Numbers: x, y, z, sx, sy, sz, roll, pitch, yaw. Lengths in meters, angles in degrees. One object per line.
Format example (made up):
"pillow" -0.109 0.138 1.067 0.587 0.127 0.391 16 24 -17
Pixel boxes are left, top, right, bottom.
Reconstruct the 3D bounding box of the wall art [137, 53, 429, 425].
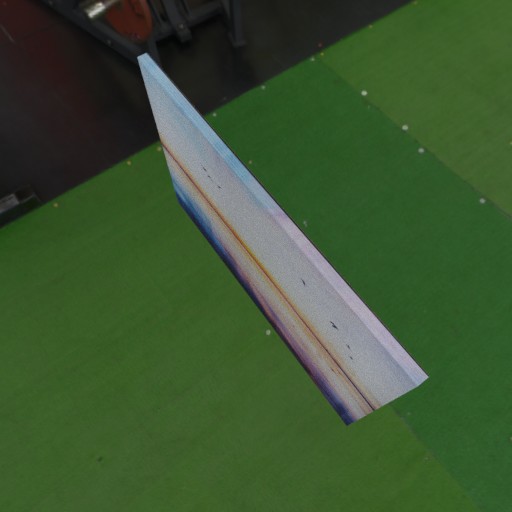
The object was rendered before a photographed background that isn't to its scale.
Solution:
"wall art" 0.000 0.000 1.415 0.034 0.756 1.137 -32 68 -15
